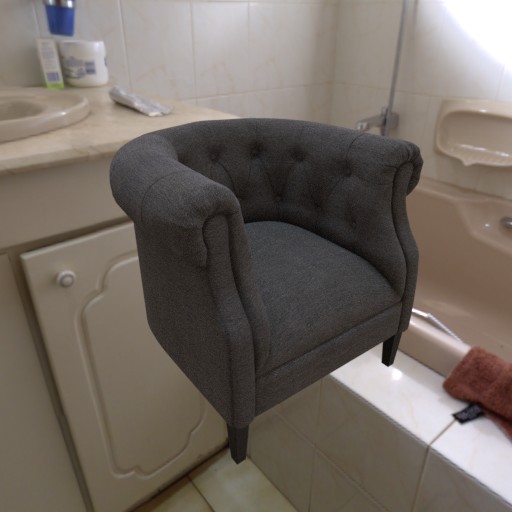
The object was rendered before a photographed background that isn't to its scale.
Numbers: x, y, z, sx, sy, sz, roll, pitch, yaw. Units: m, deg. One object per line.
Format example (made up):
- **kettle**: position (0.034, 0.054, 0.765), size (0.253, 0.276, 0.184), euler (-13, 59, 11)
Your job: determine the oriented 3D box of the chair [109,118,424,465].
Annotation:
- **chair**: position (0.000, 0.000, 1.570), size (0.905, 0.827, 0.852), euler (-19, 34, -32)
